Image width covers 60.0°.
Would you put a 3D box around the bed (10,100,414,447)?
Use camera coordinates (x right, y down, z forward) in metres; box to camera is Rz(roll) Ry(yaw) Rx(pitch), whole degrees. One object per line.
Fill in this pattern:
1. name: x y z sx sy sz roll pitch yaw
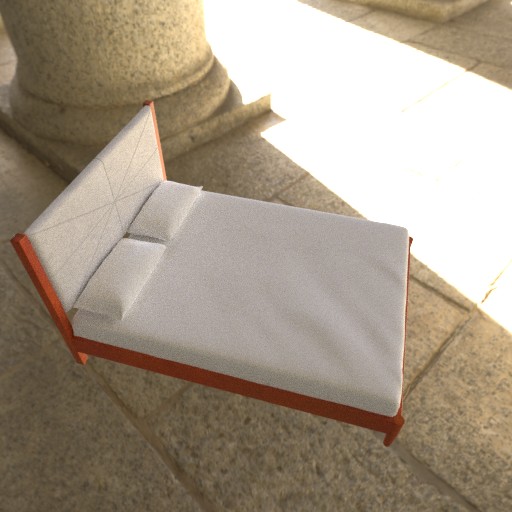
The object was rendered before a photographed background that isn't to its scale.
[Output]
1. bed: 0.000 0.000 2.945 2.117 1.165 1.566 11 47 11
